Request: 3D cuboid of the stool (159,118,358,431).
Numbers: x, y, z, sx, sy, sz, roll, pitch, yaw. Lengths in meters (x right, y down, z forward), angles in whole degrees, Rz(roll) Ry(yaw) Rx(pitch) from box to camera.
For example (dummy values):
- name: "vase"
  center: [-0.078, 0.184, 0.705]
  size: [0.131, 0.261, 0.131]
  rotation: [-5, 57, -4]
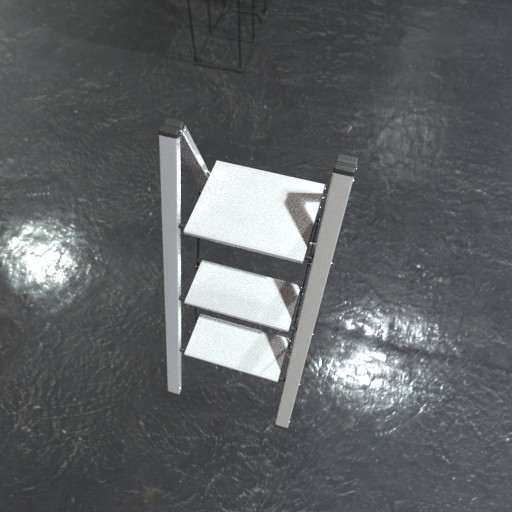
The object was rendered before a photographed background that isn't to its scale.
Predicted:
- name: "stool"
  center: [0.000, 0.000, 1.328]
  size: [0.441, 0.902, 0.730]
  rotation: [14, 59, 9]
